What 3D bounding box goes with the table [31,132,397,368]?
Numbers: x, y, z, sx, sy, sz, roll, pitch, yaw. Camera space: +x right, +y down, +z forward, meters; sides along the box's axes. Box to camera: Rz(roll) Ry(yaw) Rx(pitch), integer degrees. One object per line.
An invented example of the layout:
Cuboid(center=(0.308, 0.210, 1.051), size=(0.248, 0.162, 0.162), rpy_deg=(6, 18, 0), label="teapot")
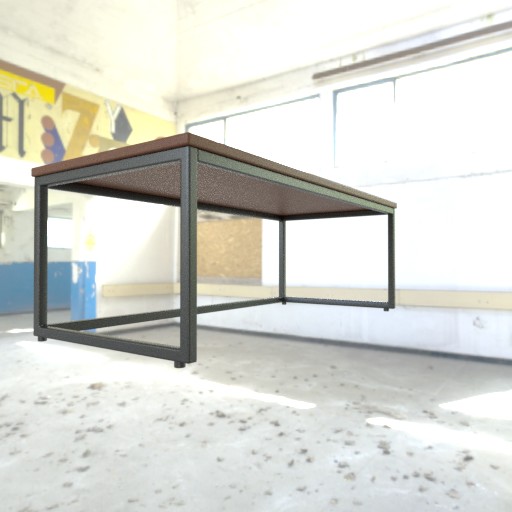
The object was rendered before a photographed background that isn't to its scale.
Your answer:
Cuboid(center=(0.000, 0.000, 1.329), size=(0.500, 0.400, 1.100), rpy_deg=(-1, -1, 35), label="table")
